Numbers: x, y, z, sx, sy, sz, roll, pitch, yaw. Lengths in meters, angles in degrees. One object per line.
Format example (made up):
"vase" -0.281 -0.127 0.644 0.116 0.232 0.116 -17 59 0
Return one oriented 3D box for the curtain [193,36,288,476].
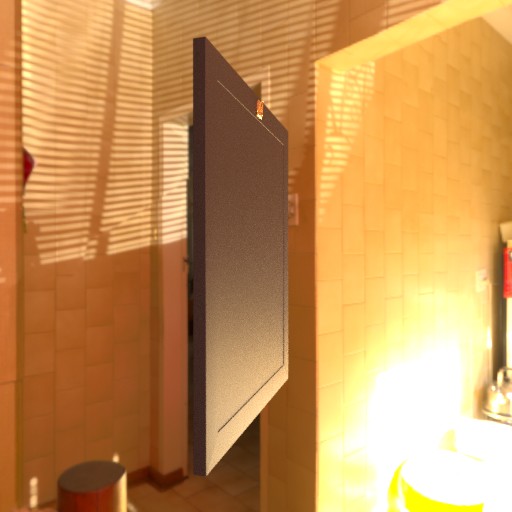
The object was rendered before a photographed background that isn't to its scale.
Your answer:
"curtain" 0.000 0.000 0.821 0.027 0.585 0.483 0 0 17
